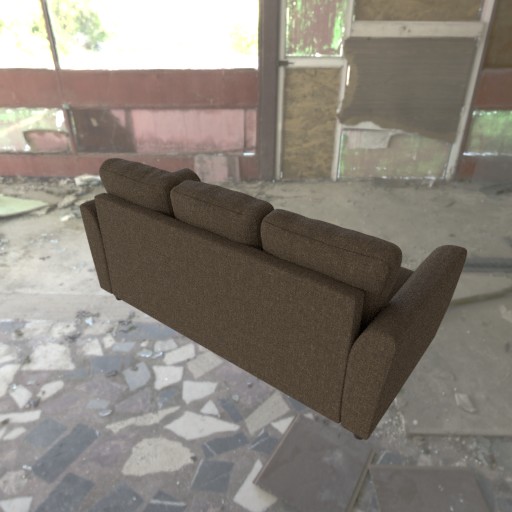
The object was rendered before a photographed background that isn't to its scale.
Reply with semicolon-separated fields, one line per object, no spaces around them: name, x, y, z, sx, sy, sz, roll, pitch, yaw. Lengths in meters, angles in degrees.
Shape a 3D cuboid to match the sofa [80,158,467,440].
sofa;0.000;0.000;2.334;1.847;0.891;0.837;21;36;32
